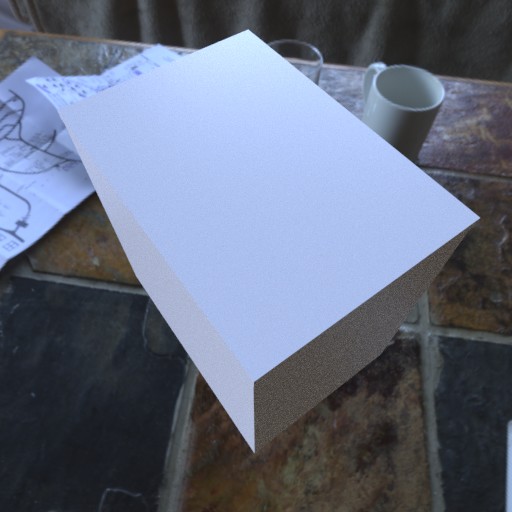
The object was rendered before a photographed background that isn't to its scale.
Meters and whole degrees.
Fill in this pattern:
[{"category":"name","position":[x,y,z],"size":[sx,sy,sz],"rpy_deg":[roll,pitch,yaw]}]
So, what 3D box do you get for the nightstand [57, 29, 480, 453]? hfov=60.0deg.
[{"category":"nightstand","position":[0.000,0.000,0.733],"size":[0.325,0.460,0.441],"rpy_deg":[-32,63,-18]}]
